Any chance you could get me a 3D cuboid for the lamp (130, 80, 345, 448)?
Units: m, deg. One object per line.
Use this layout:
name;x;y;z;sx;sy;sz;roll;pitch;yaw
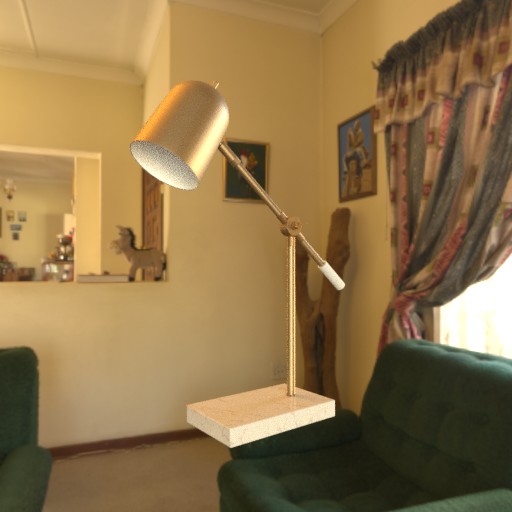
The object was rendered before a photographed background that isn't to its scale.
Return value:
lamp;0.000;0.000;0.816;0.471;0.603;0.144;1;-1;-37
